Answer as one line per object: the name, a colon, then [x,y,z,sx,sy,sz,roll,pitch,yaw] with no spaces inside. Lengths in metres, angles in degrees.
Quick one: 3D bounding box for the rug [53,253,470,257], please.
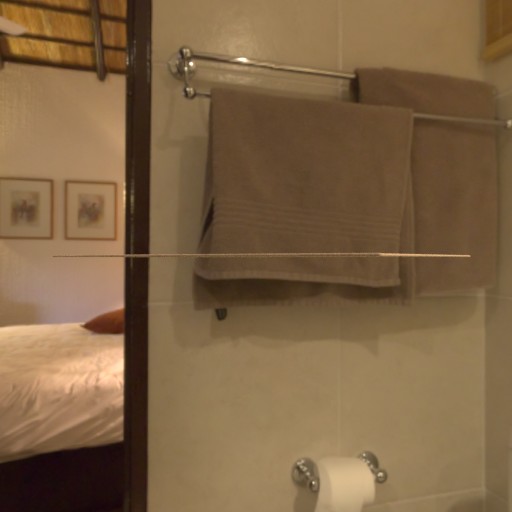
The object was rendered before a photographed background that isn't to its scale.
rug: [0.000,0.000,2.339,1.839,0.009,1.236,0,0,37]
